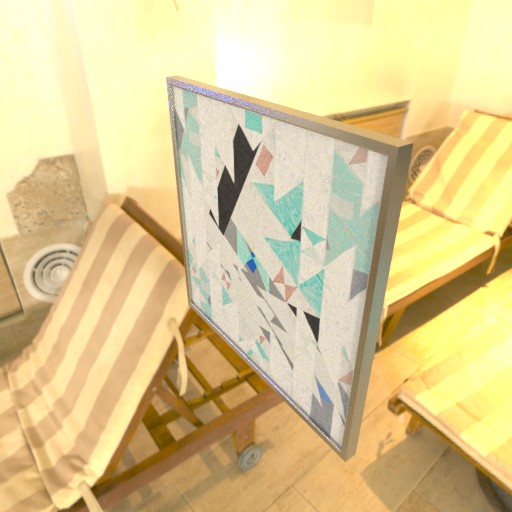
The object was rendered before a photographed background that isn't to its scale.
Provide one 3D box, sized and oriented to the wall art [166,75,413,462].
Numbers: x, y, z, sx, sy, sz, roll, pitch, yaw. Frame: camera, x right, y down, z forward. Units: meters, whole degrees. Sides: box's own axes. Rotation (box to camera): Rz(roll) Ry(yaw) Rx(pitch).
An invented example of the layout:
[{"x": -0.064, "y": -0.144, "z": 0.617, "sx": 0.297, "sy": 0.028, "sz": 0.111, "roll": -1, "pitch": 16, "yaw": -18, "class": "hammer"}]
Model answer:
[{"x": 0.000, "y": 0.000, "z": 1.194, "sx": 0.038, "sy": 0.806, "sz": 0.806, "roll": -21, "pitch": 37, "yaw": -31, "class": "wall art"}]
